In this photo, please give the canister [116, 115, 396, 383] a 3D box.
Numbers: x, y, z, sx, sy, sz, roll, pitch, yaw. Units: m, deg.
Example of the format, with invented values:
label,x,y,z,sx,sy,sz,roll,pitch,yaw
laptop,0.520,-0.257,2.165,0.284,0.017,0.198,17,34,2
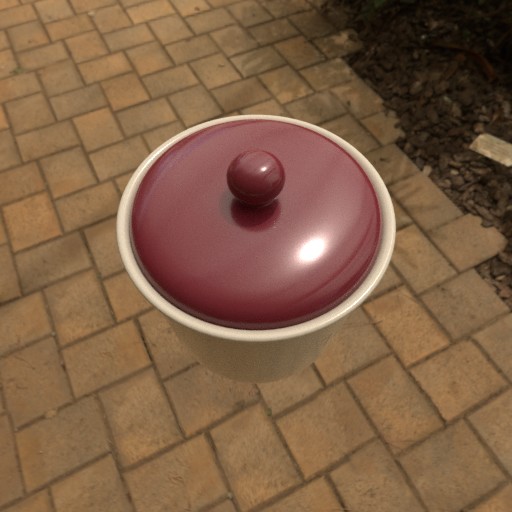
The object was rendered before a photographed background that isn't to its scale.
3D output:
label,x,y,z,sx,sy,sz,roll,pitch,yaw
canister,0.000,0.000,0.341,0.182,0.208,0.182,0,59,0
